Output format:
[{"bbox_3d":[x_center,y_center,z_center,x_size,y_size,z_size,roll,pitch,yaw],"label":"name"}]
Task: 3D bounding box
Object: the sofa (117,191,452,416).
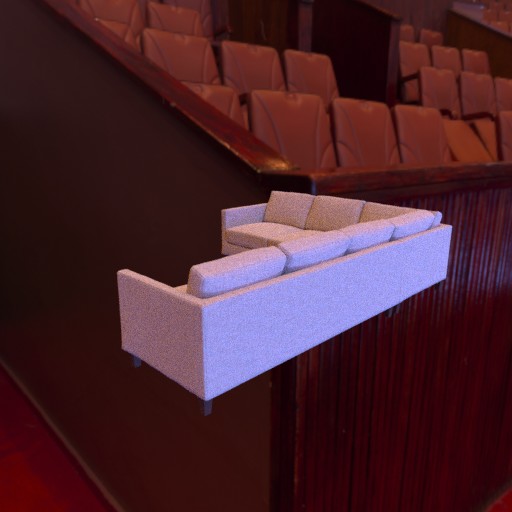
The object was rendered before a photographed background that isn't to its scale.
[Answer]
[{"bbox_3d":[0.000,0.000,4.260,3.182,0.863,2.432,-14,20,-43],"label":"sofa"}]
